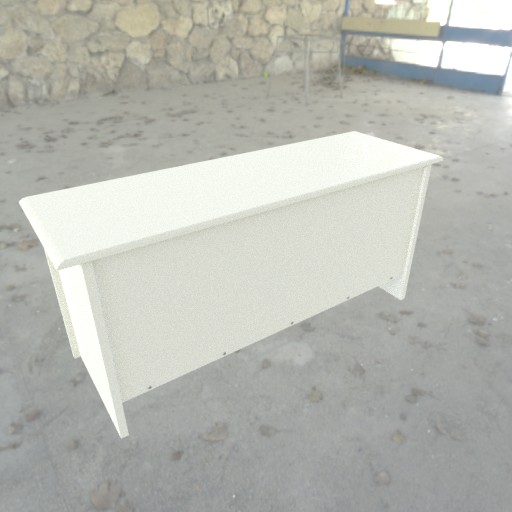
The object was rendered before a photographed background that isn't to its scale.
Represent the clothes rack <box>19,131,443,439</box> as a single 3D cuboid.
[{"bbox_3d":[0.000,0.000,1.438,1.218,0.558,0.405,-19,35,-29],"label":"clothes rack"}]
